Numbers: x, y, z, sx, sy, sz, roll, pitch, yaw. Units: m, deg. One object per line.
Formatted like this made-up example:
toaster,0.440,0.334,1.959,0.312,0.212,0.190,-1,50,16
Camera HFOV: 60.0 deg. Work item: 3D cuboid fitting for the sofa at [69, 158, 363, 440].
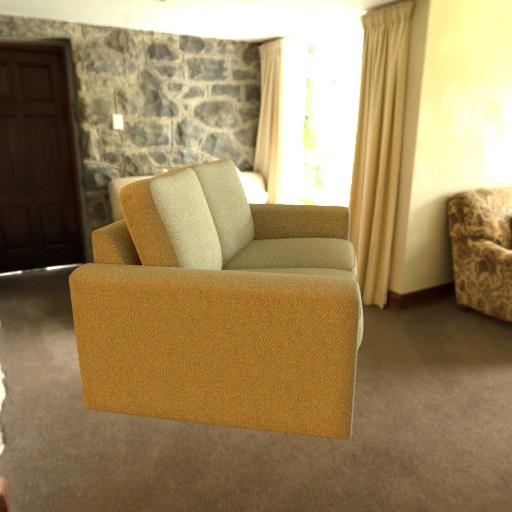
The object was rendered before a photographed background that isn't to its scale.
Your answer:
sofa,0.000,0.000,2.214,1.016,0.873,1.616,3,16,10
